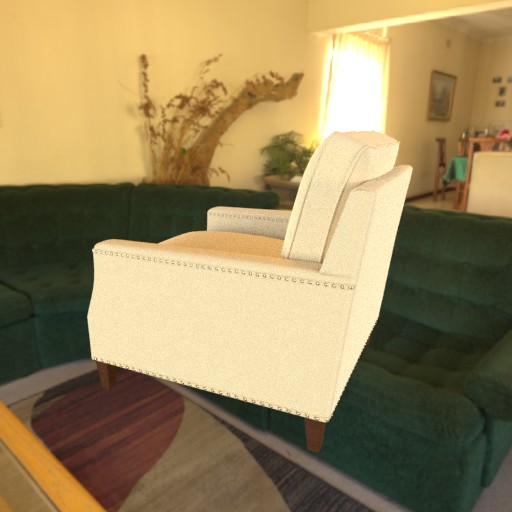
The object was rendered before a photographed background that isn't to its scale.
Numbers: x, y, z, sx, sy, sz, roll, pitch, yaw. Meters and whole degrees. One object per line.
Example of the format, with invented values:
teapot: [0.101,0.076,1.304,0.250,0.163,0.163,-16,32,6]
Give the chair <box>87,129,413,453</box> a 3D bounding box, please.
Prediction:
chair: [0.000,0.000,1.718,1.014,0.943,0.853,7,17,24]
